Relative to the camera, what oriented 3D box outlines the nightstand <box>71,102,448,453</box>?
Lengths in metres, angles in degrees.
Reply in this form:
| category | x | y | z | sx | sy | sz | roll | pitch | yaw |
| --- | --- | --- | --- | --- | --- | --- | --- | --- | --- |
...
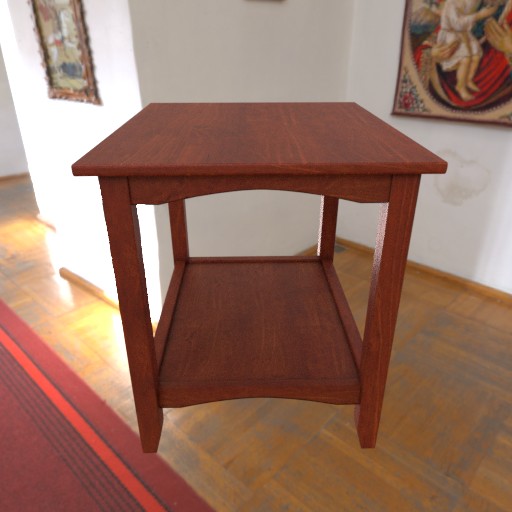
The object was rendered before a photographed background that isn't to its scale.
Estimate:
| category | x | y | z | sx | sy | sz | roll | pitch | yaw |
| --- | --- | --- | --- | --- | --- | --- | --- | --- | --- |
| nightstand | 0.000 | 0.000 | 0.960 | 0.501 | 0.558 | 0.558 | -1 | 27 | -1 |
